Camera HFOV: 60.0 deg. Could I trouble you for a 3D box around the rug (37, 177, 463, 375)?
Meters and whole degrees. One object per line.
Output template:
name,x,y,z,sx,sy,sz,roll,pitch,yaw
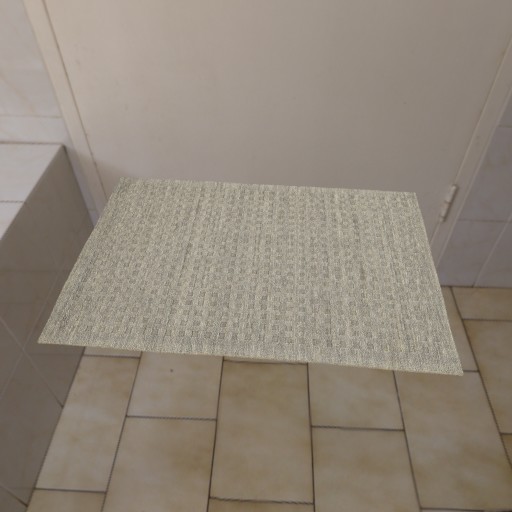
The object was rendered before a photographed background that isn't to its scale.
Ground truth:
rug,0.000,0.000,2.899,2.297,0.018,1.532,4,46,3
